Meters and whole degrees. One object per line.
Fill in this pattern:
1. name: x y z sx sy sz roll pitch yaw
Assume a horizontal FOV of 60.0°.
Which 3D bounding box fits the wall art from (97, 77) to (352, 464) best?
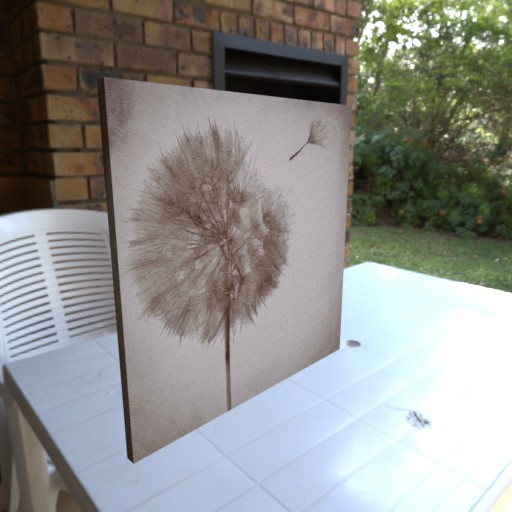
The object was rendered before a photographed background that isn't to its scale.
1. wall art: 0.000 0.000 1.113 0.027 0.762 0.762 13 19 43
